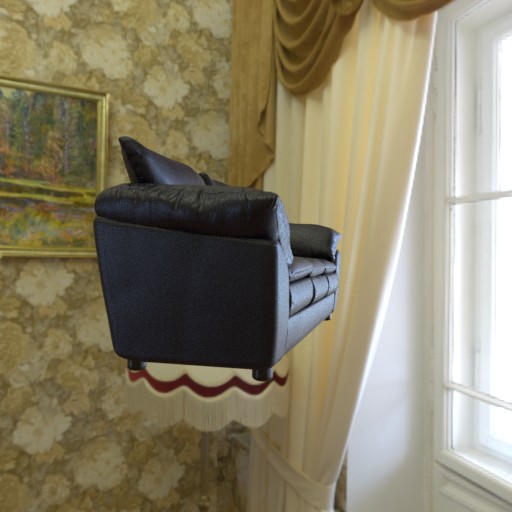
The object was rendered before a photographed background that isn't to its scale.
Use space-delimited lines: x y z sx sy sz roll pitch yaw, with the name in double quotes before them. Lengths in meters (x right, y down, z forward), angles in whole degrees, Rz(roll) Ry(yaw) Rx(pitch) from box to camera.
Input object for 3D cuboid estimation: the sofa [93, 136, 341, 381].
"sofa" 0.000 0.000 2.912 0.880 1.073 2.336 0 0 17
